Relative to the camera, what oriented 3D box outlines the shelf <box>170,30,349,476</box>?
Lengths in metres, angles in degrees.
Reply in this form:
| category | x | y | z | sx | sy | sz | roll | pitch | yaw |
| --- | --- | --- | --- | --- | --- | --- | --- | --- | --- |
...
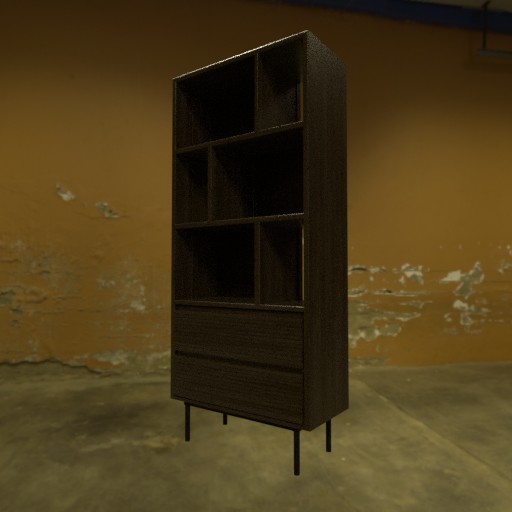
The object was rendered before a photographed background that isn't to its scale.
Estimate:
| category | x | y | z | sx | sy | sz | roll | pitch | yaw |
| --- | --- | --- | --- | --- | --- | --- | --- | --- | --- |
| shelf | 0.000 | 0.000 | 1.830 | 0.670 | 1.545 | 0.323 | -1 | -2 | 36 |
